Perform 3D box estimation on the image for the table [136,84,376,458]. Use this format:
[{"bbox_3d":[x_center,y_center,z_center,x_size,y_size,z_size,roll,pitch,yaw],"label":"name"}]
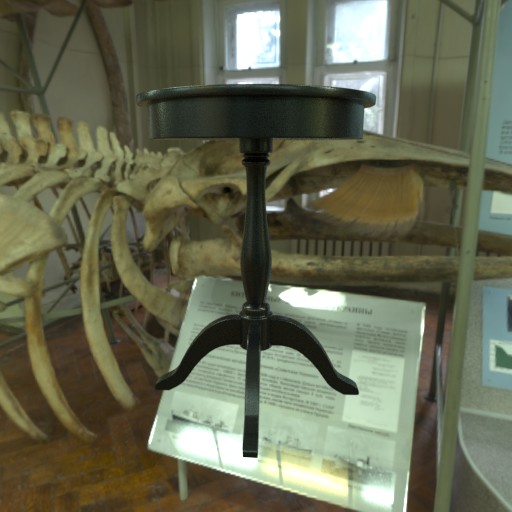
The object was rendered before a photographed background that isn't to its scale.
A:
[{"bbox_3d":[0.000,0.000,0.989,0.481,0.665,0.481,0,14,0],"label":"table"}]
